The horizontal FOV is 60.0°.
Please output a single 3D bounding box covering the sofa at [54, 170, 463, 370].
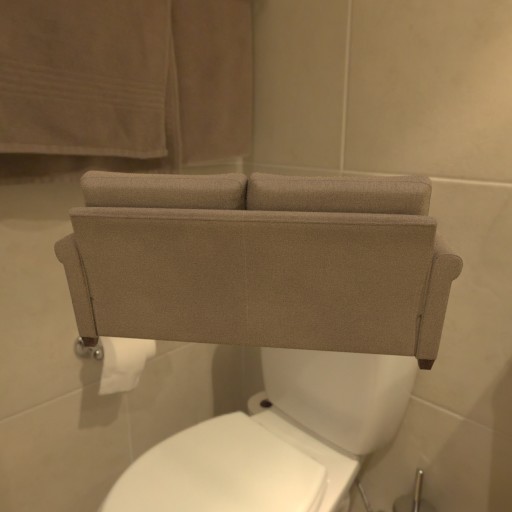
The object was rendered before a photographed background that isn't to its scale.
[{"bbox_3d":[0.000,0.000,2.411,1.935,0.942,0.842,2,16,7],"label":"sofa"}]
